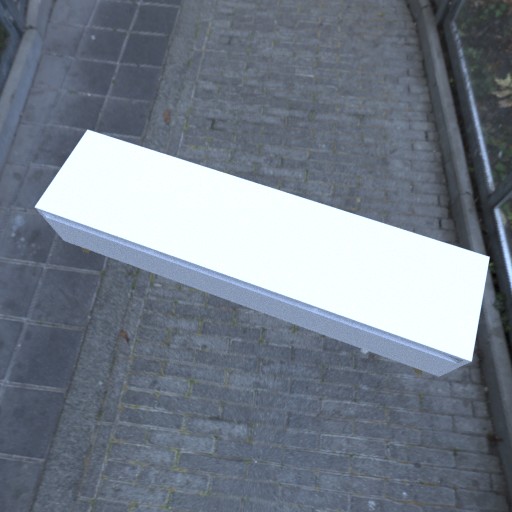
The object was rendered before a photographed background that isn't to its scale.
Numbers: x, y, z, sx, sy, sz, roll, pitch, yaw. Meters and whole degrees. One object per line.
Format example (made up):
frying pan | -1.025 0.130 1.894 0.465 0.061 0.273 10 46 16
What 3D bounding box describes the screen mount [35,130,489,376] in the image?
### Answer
screen mount | 0.000 0.000 1.833 1.644 0.432 0.399 19 67 9
